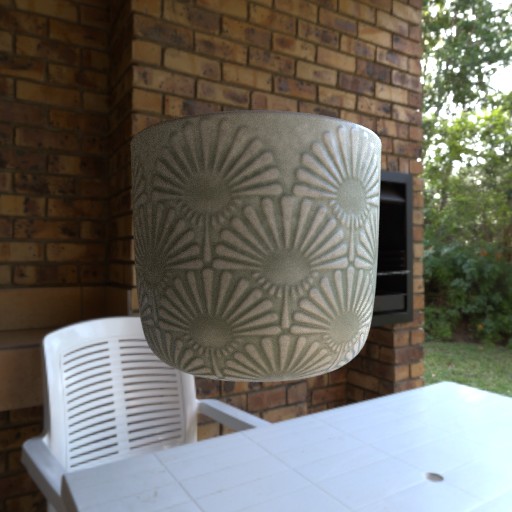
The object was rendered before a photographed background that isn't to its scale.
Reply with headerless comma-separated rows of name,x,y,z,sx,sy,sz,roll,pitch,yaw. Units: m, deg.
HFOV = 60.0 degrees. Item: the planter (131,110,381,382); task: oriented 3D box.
planter,0.000,0.000,0.227,0.124,0.109,0.124,0,0,0
